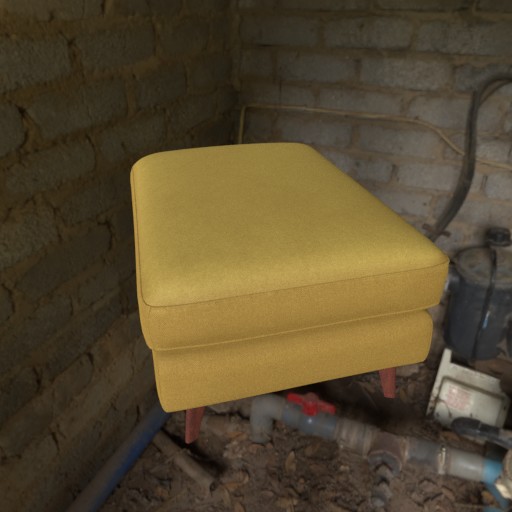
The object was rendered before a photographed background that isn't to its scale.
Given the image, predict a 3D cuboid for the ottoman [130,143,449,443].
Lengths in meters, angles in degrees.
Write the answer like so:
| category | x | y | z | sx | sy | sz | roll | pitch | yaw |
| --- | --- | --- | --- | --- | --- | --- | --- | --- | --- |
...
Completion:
| category | x | y | z | sx | sy | sz | roll | pitch | yaw |
| --- | --- | --- | --- | --- | --- | --- | --- | --- | --- |
| ottoman | 0.000 | 0.000 | 1.186 | 0.608 | 0.449 | 0.811 | -8 | 31 | -13 |
